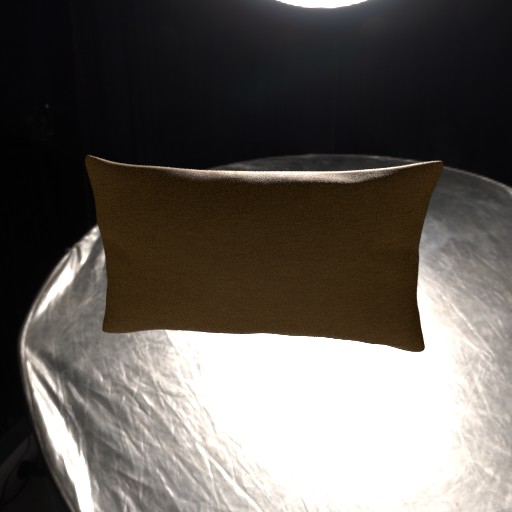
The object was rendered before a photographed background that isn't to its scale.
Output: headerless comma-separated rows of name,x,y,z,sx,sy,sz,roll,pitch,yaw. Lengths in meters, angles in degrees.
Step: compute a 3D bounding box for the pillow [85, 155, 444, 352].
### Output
pillow,0.000,0.000,0.811,0.634,0.354,0.210,2,16,7
